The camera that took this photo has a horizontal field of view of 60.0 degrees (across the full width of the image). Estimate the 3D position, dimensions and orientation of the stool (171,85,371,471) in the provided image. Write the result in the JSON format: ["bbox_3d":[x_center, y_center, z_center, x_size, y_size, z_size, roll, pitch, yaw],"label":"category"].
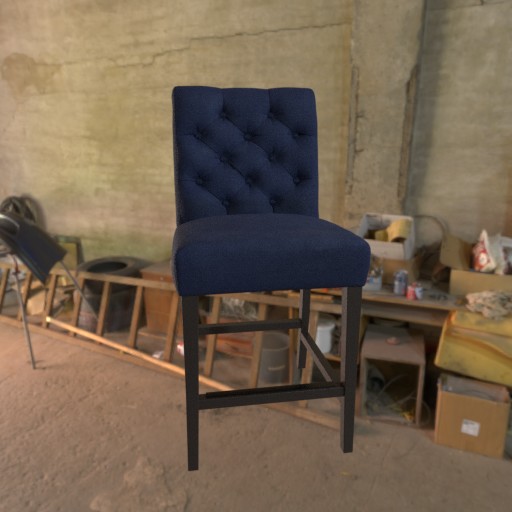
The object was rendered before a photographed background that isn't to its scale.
[{"bbox_3d":[0.000,0.000,1.341,0.493,1.010,0.601,-2,15,-9],"label":"stool"}]
